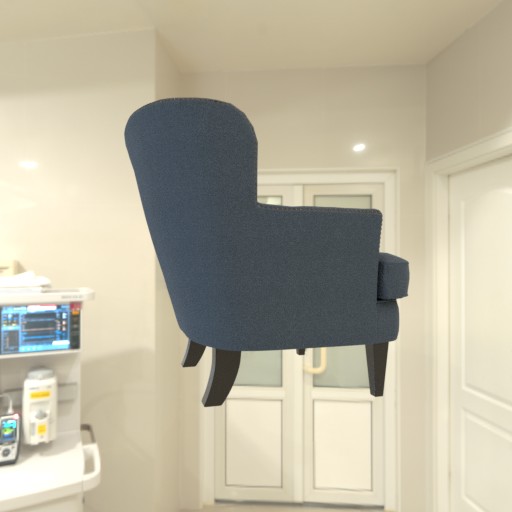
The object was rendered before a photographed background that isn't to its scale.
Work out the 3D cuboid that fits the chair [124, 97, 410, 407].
[{"bbox_3d":[0.000,0.000,1.586,0.906,0.868,0.848,0,-1,-16],"label":"chair"}]
